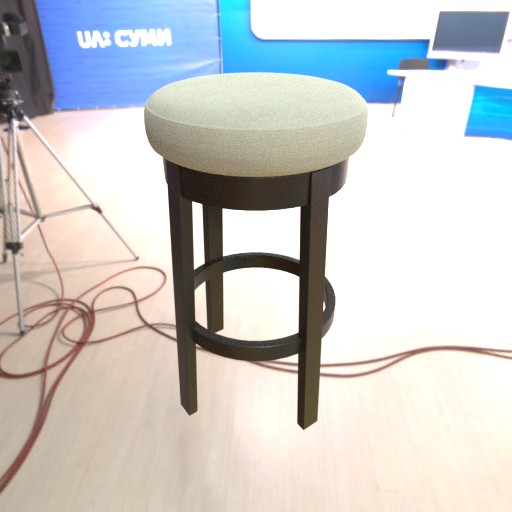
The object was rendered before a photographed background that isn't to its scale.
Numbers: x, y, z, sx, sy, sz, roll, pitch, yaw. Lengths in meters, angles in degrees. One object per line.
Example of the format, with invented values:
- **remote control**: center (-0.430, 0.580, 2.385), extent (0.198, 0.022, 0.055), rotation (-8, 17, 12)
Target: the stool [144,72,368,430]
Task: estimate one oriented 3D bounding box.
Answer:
- **stool**: center (0.000, 0.000, 1.035), extent (0.446, 0.758, 0.446), rotation (0, 32, 0)
